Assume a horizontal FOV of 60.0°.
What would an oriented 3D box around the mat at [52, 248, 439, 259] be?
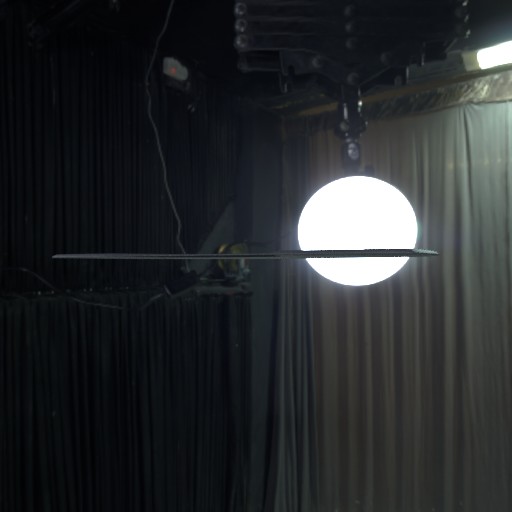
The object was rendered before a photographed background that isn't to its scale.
[{"bbox_3d":[0.000,0.000,1.834,1.525,0.016,0.917,-1,-1,34],"label":"mat"}]
